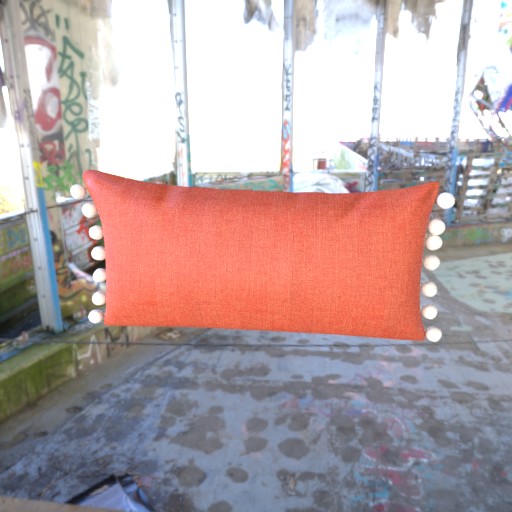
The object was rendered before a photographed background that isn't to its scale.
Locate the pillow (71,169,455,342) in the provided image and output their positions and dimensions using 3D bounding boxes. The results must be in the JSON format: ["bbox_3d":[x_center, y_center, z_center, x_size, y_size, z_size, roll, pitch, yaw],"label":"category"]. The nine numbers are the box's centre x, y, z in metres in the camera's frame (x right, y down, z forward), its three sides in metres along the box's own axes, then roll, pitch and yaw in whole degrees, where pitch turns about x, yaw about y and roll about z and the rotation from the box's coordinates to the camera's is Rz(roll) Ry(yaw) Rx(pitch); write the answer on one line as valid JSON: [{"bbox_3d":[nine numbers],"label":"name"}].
[{"bbox_3d":[0.000,0.000,0.853,0.709,0.322,0.201,2,16,7],"label":"pillow"}]
